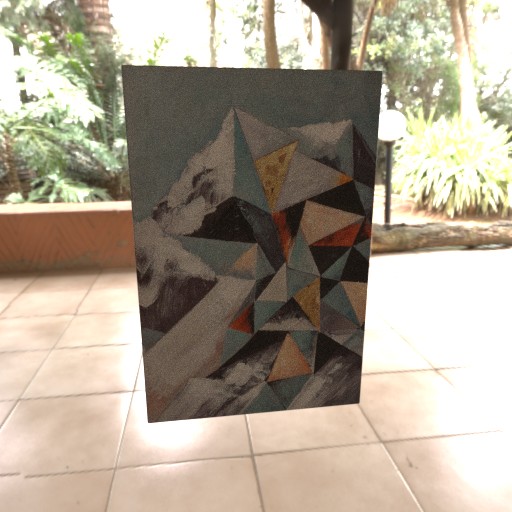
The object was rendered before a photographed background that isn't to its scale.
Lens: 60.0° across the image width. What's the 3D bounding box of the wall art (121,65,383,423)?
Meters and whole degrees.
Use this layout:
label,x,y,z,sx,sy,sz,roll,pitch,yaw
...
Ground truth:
label,x,y,z,sx,sy,sz,roll,pitch,yaw
wall art,0.000,0.000,1.164,0.609,0.911,0.061,-2,15,-9
